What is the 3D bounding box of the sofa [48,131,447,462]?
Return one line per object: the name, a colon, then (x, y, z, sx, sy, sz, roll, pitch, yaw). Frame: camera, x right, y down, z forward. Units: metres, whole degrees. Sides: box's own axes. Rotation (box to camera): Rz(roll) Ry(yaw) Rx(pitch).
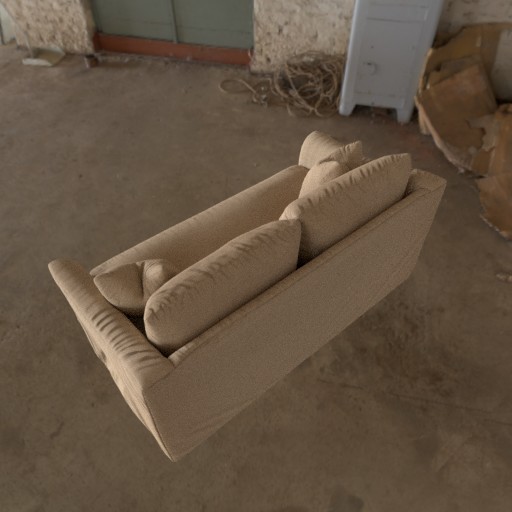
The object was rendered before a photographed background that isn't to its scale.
sofa: (0.000, 0.000, 2.613, 2.010, 1.018, 1.072, -32, 54, -26)
